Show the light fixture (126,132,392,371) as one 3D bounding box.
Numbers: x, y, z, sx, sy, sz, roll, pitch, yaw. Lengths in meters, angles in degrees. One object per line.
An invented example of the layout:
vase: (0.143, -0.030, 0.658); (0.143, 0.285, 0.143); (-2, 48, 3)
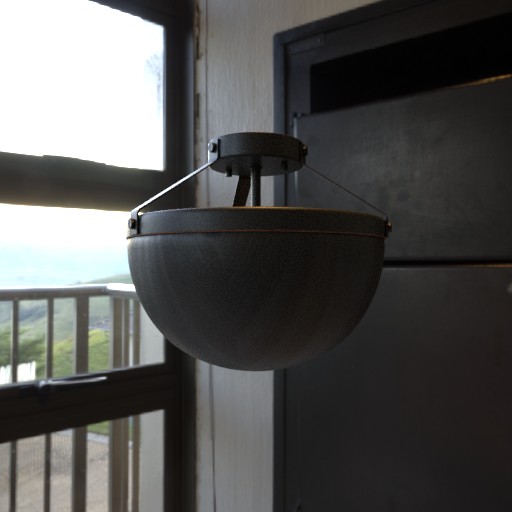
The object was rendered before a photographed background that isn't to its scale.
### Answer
light fixture: (0.000, 0.000, 0.538); (0.304, 0.269, 0.304); (0, -1, 0)
